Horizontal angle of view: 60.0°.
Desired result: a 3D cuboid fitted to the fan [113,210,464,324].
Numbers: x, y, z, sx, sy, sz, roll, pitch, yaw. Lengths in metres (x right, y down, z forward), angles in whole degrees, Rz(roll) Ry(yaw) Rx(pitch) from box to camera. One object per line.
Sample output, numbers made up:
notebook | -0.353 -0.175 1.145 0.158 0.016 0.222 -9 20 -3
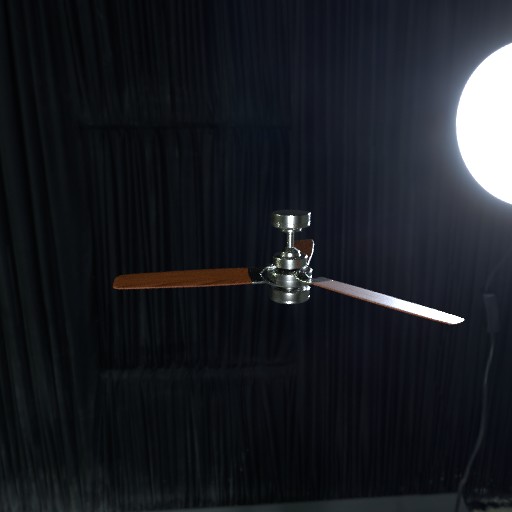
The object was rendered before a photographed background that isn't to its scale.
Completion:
fan | 0.000 0.000 2.055 1.271 0.410 1.416 -2 14 -8
